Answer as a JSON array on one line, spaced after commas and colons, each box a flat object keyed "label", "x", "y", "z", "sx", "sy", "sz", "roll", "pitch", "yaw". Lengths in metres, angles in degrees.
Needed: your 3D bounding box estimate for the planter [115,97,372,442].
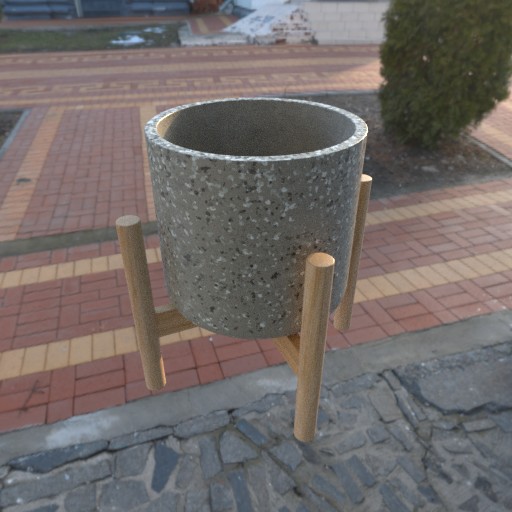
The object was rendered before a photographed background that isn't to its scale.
[{"label": "planter", "x": 0.000, "y": 0.000, "z": 0.535, "sx": 0.284, "sy": 0.320, "sz": 0.284, "roll": 0, "pitch": 32, "yaw": -1}]
